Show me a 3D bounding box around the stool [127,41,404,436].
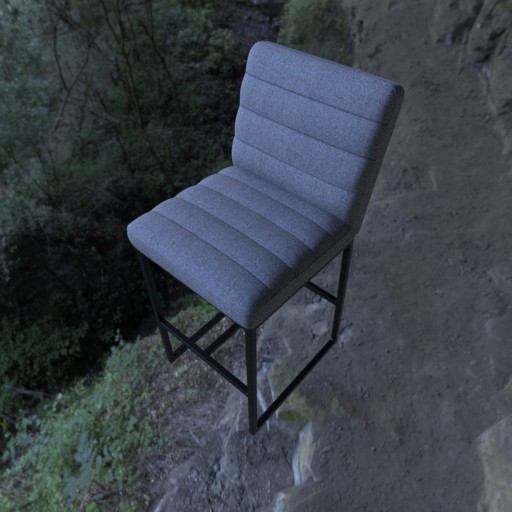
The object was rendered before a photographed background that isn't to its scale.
[{"bbox_3d":[0.000,0.000,1.354,0.459,1.034,0.571,32,54,27],"label":"stool"}]
